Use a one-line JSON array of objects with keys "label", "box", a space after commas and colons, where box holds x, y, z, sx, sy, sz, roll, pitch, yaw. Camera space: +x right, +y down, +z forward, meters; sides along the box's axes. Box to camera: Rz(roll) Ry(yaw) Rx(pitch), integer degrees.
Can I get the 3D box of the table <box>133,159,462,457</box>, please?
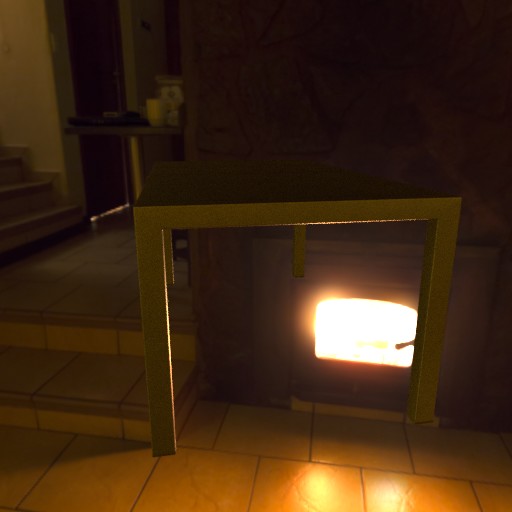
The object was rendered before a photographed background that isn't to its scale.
[{"label": "table", "box": [0.000, 0.000, 1.244, 0.559, 0.460, 0.965, -3, 16, -10]}]
